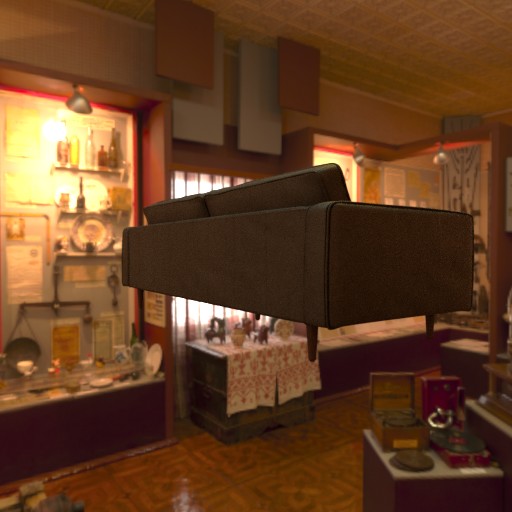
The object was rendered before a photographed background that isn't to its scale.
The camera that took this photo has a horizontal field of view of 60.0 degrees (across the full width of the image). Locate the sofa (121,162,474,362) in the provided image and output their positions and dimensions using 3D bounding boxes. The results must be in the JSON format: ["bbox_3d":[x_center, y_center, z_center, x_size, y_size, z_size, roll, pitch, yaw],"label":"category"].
[{"bbox_3d":[0.000,0.000,2.615,0.914,0.762,2.210,-1,1,-35],"label":"sofa"}]
